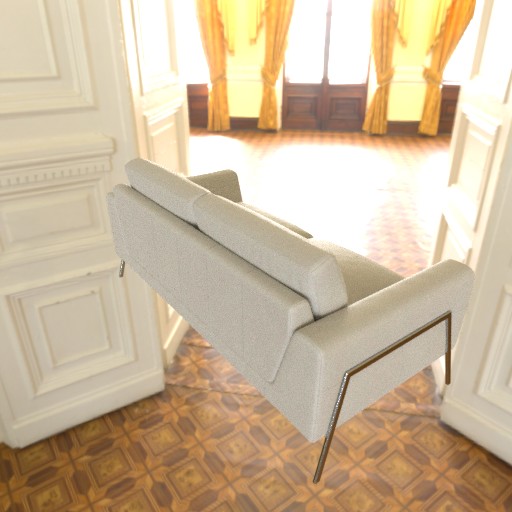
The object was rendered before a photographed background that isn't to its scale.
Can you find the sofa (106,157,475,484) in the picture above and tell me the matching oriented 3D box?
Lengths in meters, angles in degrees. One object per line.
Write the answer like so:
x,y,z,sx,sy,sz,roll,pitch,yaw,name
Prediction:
0.000,0.000,2.483,0.953,0.875,2.017,-19,32,-32,sofa
